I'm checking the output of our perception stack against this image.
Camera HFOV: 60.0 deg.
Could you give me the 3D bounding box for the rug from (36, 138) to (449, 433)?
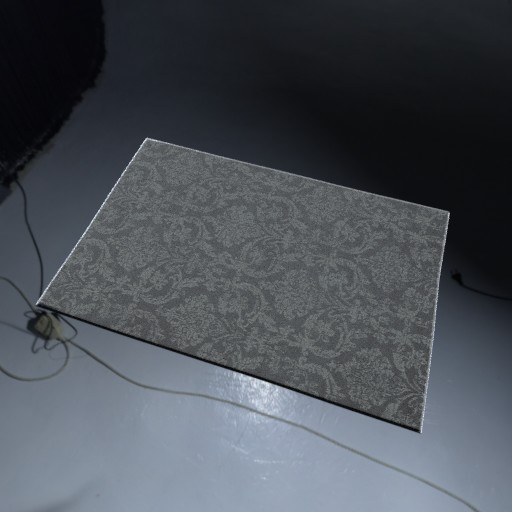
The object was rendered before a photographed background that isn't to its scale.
[{"bbox_3d":[0.000,0.000,3.417,2.746,0.018,1.819,16,59,10],"label":"rug"}]
